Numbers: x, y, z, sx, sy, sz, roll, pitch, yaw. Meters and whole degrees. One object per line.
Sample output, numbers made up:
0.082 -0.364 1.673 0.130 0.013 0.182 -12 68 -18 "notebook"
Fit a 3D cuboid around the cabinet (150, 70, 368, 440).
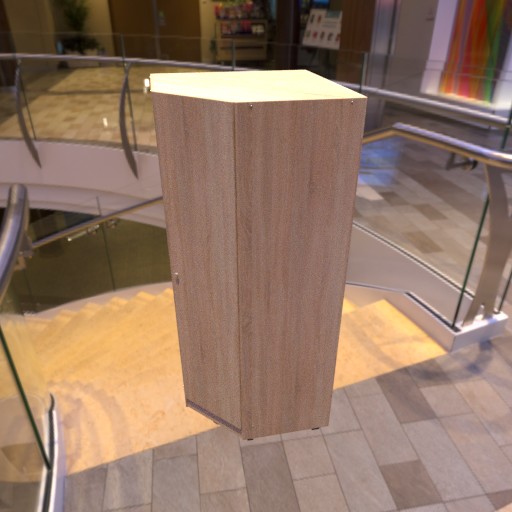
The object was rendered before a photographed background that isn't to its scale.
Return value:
0.000 0.000 2.859 1.327 2.120 1.094 19 34 29 "cabinet"
